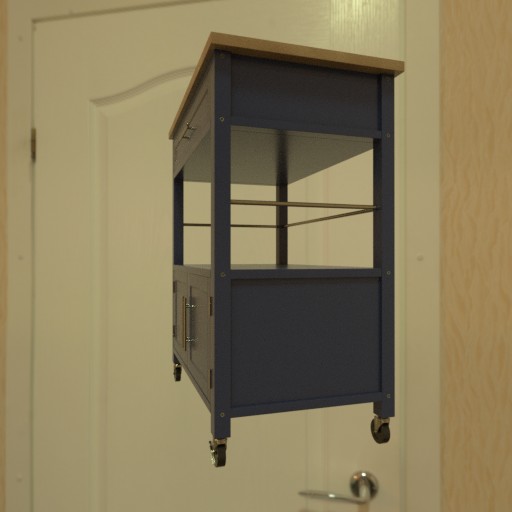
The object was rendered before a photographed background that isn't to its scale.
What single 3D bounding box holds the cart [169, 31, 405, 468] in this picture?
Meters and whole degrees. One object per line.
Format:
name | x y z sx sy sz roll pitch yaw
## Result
cart | 0.000 0.000 1.358 0.459 0.901 0.840 0 0 -17
